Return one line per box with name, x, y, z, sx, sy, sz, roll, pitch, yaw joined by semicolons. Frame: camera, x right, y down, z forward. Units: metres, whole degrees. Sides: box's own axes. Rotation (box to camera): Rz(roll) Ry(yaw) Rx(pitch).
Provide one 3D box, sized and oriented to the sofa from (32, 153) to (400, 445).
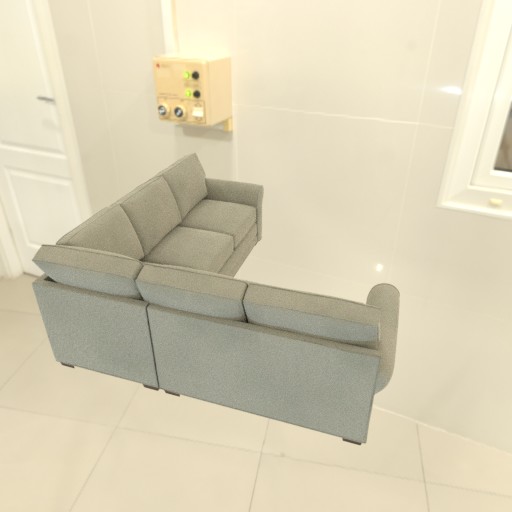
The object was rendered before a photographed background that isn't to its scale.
sofa;0.000;0.000;3.954;2.487;1.053;2.562;9;32;16
